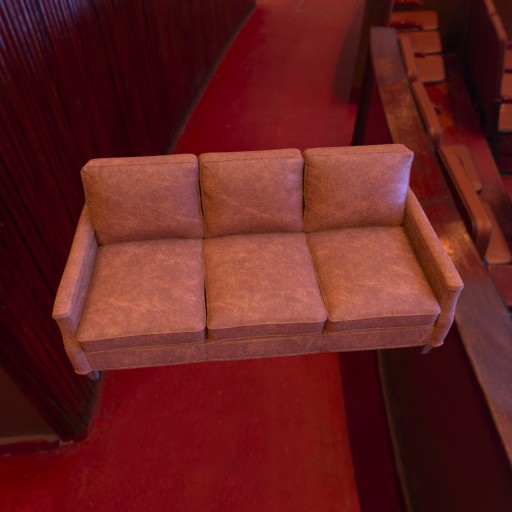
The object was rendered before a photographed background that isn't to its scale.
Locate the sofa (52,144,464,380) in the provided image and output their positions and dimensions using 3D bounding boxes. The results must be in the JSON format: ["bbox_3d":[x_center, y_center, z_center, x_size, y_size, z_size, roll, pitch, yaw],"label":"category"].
[{"bbox_3d":[0.000,0.000,2.790,2.246,1.003,1.084,-4,47,-3],"label":"sofa"}]
